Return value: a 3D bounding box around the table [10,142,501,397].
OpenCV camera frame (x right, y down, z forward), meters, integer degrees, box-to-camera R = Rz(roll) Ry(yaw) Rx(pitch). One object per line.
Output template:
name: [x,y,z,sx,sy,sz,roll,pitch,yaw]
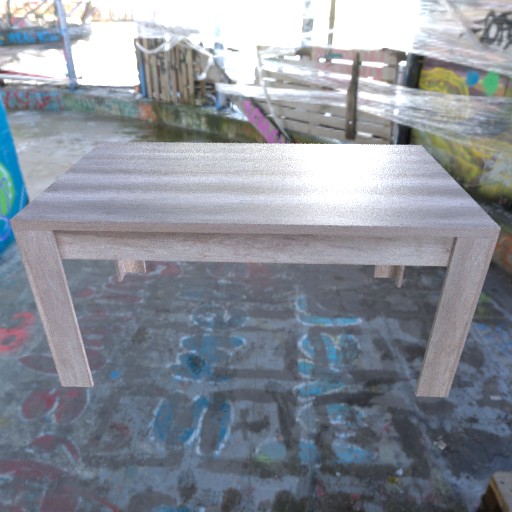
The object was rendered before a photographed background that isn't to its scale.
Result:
table: [0.000,0.000,2.026,1.600,0.775,0.900,1,31,2]
